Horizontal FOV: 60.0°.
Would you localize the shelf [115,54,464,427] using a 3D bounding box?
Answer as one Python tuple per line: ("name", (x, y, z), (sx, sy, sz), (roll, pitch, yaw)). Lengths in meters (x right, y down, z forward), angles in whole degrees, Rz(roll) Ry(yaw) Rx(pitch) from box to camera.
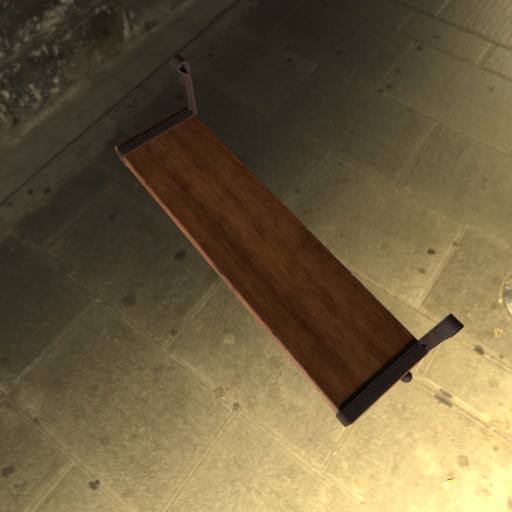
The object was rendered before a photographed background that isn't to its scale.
("shelf", (0.000, 0.000, 0.687), (0.146, 0.330, 0.567), (-36, 69, -16))
